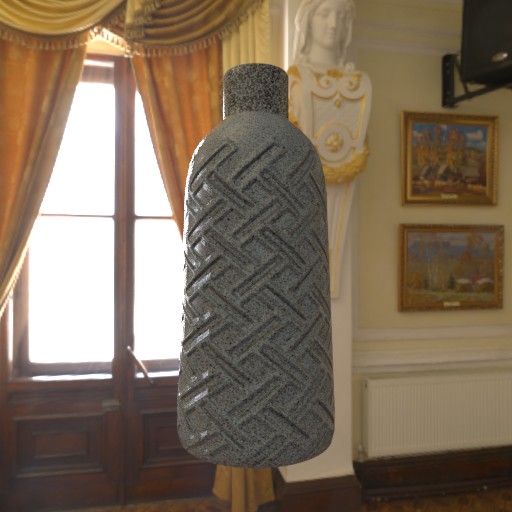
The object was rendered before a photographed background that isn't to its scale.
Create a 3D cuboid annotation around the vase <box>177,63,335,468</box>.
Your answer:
[{"bbox_3d":[0.000,0.000,0.348,0.122,0.282,0.122,0,-1,0],"label":"vase"}]
